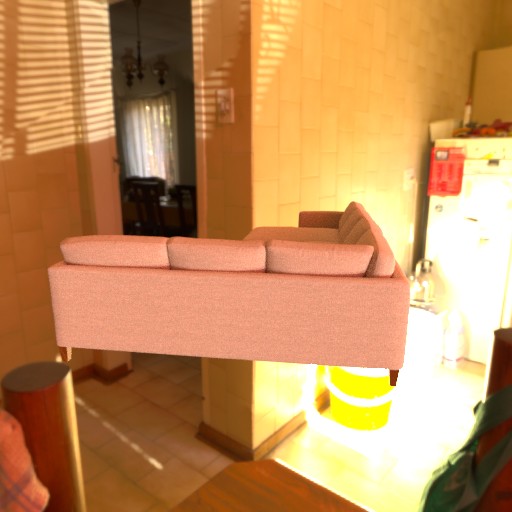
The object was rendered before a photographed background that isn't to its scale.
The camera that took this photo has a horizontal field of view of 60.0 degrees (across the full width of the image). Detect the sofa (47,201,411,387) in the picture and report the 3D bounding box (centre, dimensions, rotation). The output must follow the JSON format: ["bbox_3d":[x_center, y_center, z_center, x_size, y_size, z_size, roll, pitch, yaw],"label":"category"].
[{"bbox_3d":[0.000,0.000,4.726,2.594,0.961,3.460,2,13,9],"label":"sofa"}]
